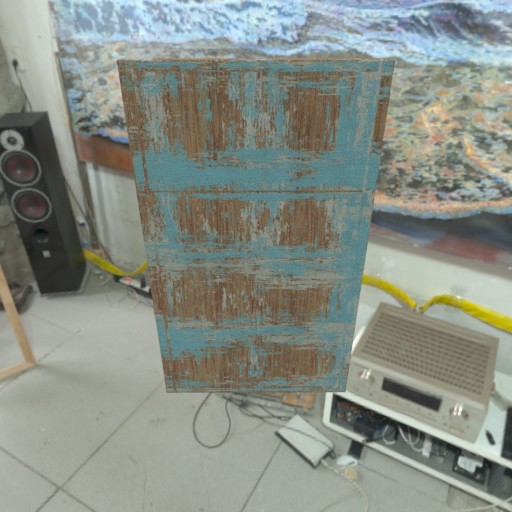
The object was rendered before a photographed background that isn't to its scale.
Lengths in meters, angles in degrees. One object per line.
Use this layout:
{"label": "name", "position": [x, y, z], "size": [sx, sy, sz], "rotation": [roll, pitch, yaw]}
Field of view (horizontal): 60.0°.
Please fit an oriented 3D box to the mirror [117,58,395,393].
{"label": "mirror", "position": [0.000, 0.000, 1.475], "size": [0.707, 1.213, 0.083], "rotation": [0, 31, 0]}
